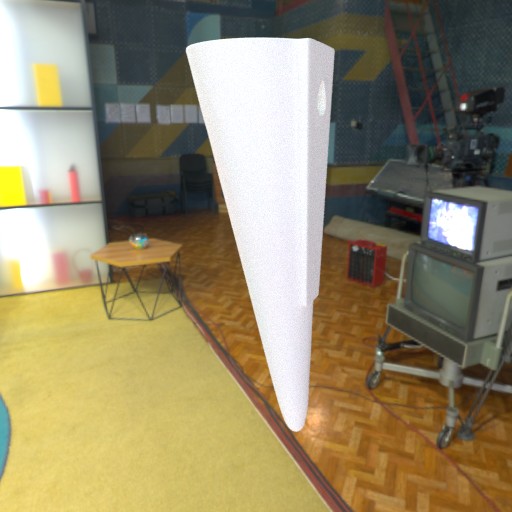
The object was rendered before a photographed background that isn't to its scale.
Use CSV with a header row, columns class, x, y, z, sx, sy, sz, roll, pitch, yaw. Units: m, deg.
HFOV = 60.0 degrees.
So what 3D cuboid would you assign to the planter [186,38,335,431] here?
class,x,y,z,sx,sy,sz,roll,pitch,yaw
planter,0.000,0.000,0.226,0.064,0.193,0.057,8,19,26
